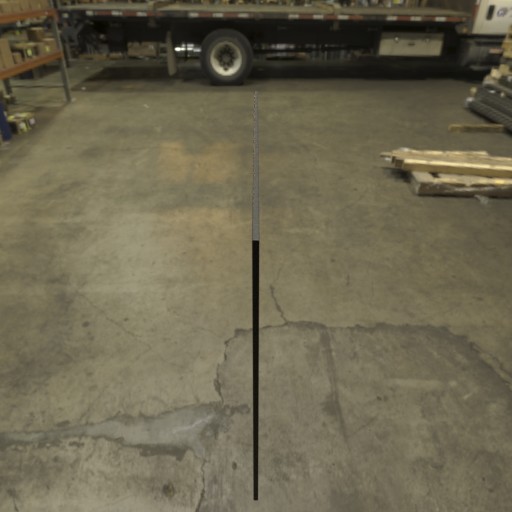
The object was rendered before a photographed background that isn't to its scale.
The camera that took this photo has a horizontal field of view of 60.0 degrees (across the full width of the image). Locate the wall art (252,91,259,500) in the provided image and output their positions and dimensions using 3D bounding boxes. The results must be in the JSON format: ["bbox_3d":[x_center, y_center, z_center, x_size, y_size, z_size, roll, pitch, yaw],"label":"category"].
[{"bbox_3d":[0.000,0.000,1.484,0.013,0.811,1.192,0,32,0],"label":"wall art"}]
